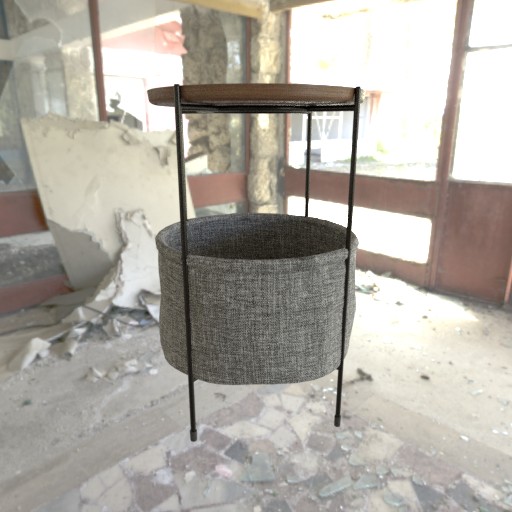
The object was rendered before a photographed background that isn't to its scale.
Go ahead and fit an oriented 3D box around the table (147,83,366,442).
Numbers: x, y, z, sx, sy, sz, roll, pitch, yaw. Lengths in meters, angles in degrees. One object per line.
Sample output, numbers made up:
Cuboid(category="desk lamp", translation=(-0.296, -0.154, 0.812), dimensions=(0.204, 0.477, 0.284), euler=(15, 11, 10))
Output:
Cuboid(category="table", translation=(0.000, 0.000, 0.893), dimensions=(0.400, 0.623, 0.400), euler=(-2, 17, -8))
